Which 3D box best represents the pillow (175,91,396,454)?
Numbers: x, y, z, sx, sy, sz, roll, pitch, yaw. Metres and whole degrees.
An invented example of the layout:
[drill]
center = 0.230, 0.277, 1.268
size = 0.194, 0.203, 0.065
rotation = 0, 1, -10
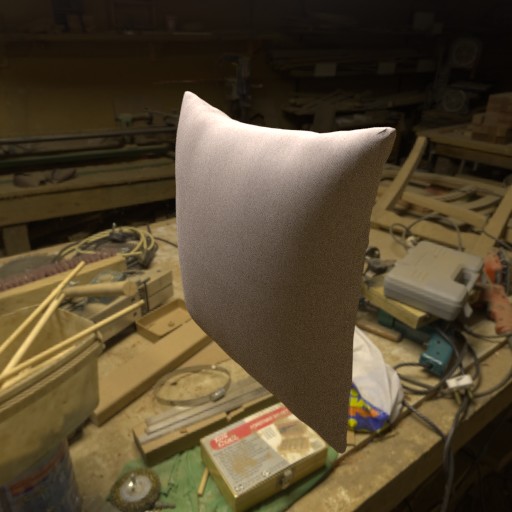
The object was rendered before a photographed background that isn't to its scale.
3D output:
[pillow]
center = 0.000, 0.000, 0.672
size = 0.173, 0.436, 0.433
rotation = -17, 31, -31
